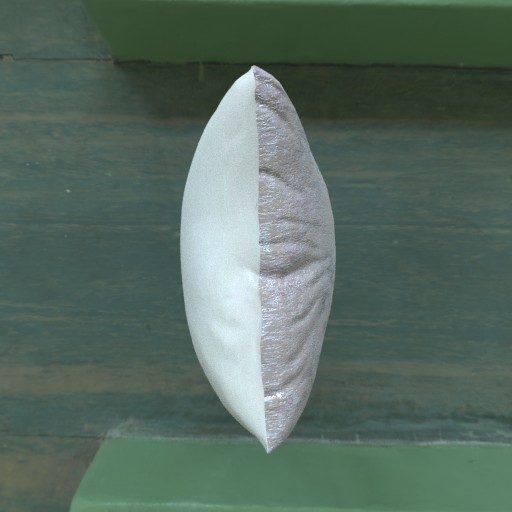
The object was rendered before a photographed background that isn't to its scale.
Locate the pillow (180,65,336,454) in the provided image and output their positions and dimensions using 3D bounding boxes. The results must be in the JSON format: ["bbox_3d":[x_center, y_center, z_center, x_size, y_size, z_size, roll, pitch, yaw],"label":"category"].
[{"bbox_3d":[0.000,0.000,0.720,0.245,0.448,0.450,0,92,1],"label":"pillow"}]
